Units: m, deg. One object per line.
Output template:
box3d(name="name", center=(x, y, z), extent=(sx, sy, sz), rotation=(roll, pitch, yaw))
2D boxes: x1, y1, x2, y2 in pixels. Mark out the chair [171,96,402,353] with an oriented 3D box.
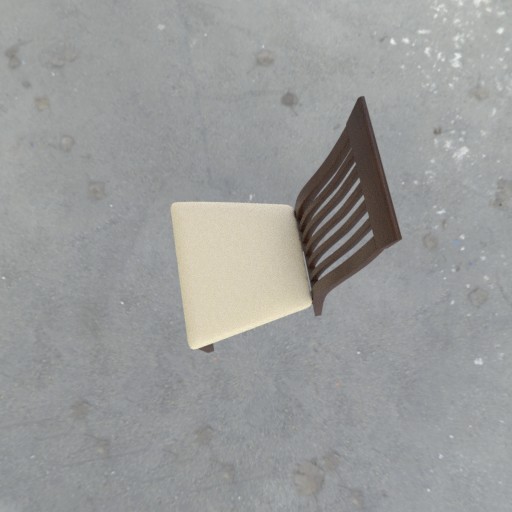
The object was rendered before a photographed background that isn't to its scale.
box3d(name="chair", center=(0.000, 0.000, 1.294), extent=(0.474, 1.027, 0.460), rotation=(-9, 75, -2))
